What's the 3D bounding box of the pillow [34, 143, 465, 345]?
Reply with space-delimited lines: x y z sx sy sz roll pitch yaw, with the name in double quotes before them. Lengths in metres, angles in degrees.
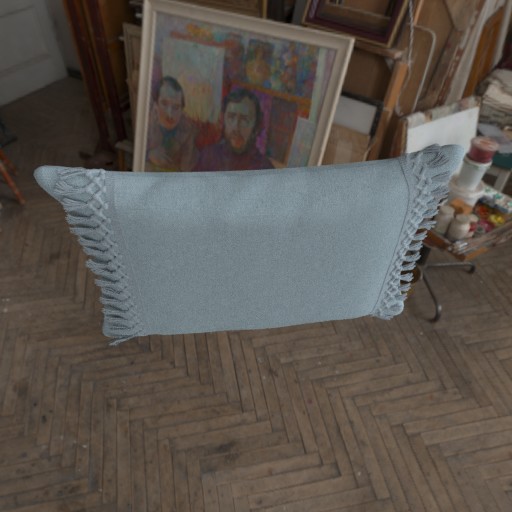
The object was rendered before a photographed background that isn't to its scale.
"pillow" 0.000 0.000 0.577 0.466 0.305 0.084 -4 46 -4
